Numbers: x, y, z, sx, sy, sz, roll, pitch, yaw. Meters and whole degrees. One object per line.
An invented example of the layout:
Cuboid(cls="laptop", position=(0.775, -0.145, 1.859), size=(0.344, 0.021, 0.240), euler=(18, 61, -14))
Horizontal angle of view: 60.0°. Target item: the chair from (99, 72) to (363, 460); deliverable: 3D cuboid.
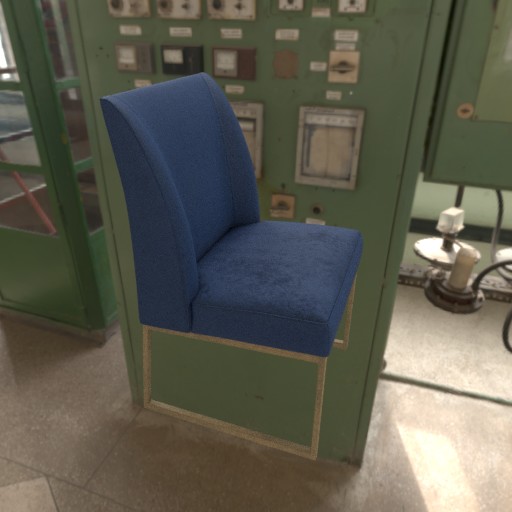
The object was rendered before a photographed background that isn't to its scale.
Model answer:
Cuboid(cls="chair", position=(0.000, 0.000, 1.201), size=(0.522, 0.863, 0.508), euler=(10, 30, 17))
